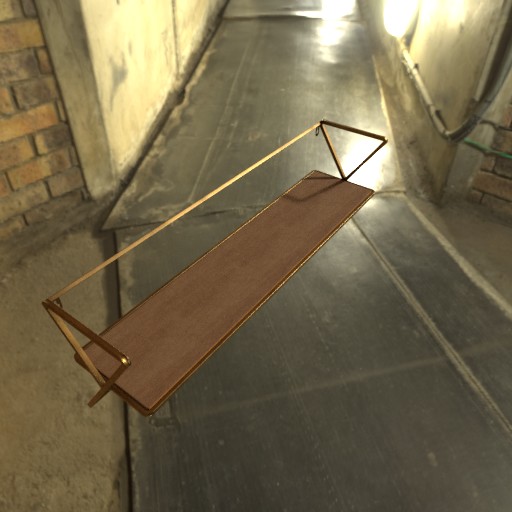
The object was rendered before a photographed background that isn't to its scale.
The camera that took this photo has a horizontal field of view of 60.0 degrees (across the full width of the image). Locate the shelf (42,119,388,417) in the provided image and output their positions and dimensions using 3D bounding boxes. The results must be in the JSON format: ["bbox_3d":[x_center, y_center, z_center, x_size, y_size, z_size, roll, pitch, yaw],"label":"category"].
[{"bbox_3d":[0.000,0.000,0.754,0.150,0.229,0.645,26,46,27],"label":"shelf"}]
